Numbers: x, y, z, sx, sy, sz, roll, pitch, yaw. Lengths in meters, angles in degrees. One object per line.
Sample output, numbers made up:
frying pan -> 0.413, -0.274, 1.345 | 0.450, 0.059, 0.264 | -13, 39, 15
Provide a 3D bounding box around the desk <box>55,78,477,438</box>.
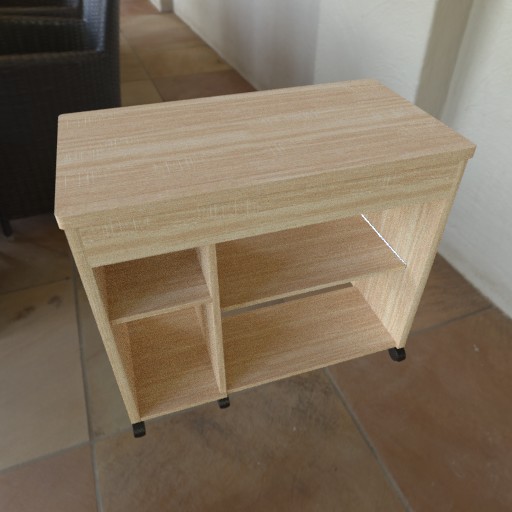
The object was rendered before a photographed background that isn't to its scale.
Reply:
desk -> 0.000, 0.000, 1.287 | 0.884, 0.770, 0.480 | -12, 42, -14
